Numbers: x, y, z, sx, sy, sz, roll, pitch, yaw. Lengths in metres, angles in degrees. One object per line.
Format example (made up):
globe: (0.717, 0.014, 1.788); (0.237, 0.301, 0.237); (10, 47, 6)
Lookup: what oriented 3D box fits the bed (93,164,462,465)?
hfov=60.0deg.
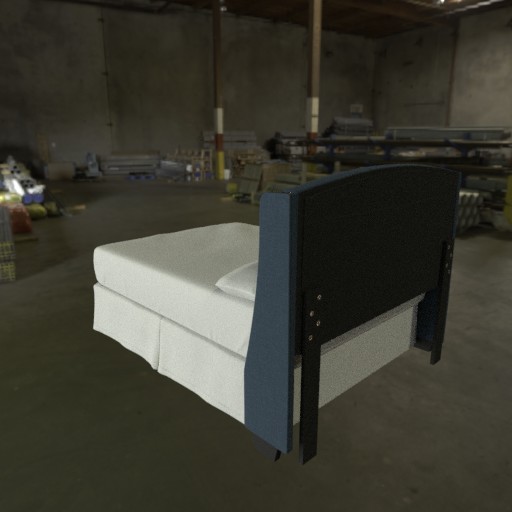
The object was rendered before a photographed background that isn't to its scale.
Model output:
bed: (0.000, 0.000, 3.272); (1.710, 1.407, 2.237); (-14, 20, -42)
